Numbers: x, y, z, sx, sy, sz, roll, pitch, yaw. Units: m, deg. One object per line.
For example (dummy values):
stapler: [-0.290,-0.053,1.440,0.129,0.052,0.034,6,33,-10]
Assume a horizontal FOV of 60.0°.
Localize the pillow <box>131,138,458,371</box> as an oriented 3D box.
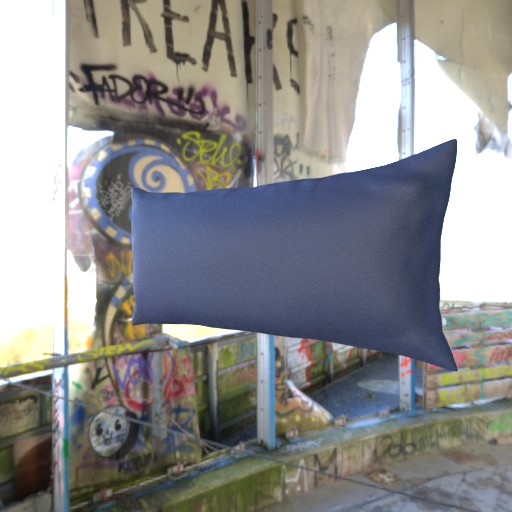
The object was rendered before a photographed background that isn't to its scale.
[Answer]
pillow: [0.000,0.000,0.721,0.610,0.287,0.151,0,0,35]
